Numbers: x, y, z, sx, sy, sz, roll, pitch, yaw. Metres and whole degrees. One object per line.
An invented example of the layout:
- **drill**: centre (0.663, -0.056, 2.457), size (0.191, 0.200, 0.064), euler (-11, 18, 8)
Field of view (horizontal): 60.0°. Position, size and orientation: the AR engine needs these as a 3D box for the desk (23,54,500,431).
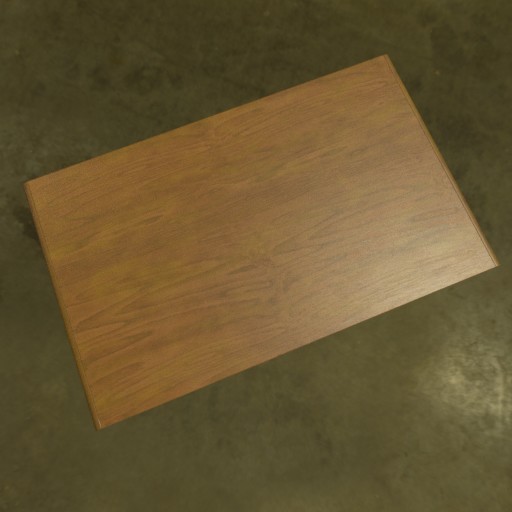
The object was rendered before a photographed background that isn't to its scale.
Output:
- **desk**: centre (0.000, 0.000, 1.500), size (1.066, 0.754, 0.660), euler (-21, 78, -5)
